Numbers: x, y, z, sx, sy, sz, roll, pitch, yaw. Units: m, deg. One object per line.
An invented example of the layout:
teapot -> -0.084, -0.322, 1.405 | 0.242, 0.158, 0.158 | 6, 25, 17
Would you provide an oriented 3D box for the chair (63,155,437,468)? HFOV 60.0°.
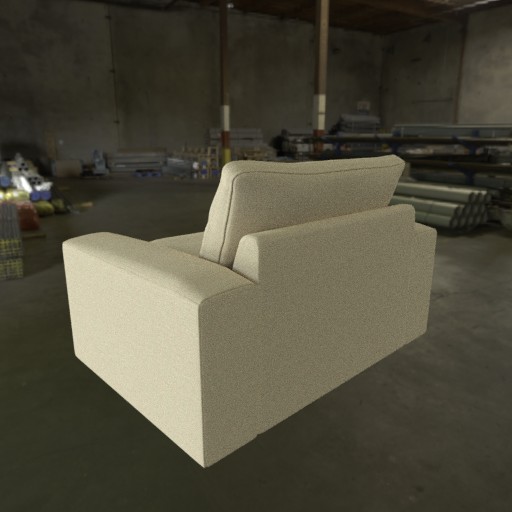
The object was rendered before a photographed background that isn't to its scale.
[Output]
chair -> 0.000, 0.000, 2.028 | 1.398, 0.915, 1.039 | -14, 20, -41
